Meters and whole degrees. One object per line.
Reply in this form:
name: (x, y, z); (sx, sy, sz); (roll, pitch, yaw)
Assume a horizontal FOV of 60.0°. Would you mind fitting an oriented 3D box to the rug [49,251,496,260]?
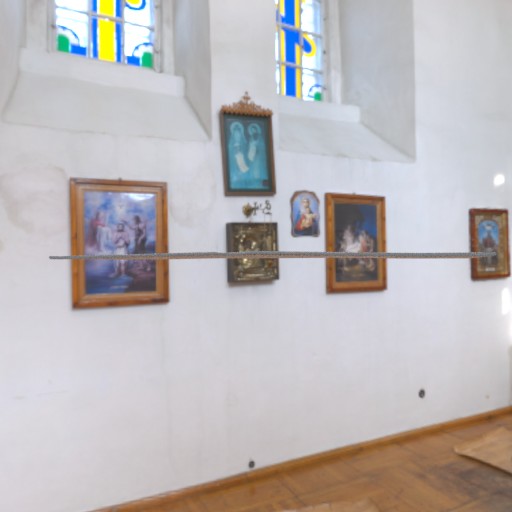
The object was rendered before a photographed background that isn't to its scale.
rug: (0.000, 0.000, 2.531); (2.341, 0.037, 0.675); (0, -1, 19)
